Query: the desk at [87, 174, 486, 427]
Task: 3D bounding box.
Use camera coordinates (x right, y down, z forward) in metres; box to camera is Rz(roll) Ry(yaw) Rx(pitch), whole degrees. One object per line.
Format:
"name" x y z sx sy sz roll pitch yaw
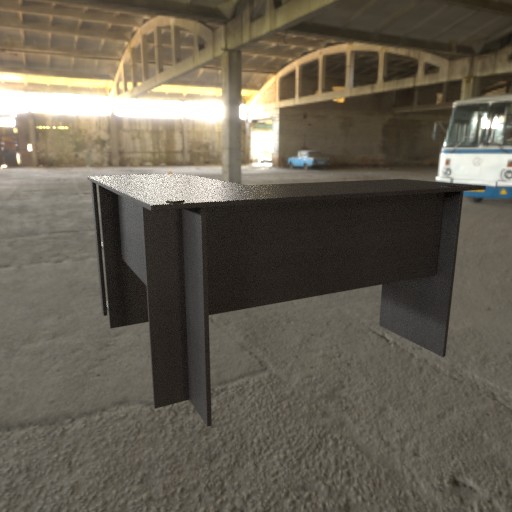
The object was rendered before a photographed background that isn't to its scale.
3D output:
"desk" 0.000 0.000 2.101 1.303 0.716 1.361 -7 15 -26
